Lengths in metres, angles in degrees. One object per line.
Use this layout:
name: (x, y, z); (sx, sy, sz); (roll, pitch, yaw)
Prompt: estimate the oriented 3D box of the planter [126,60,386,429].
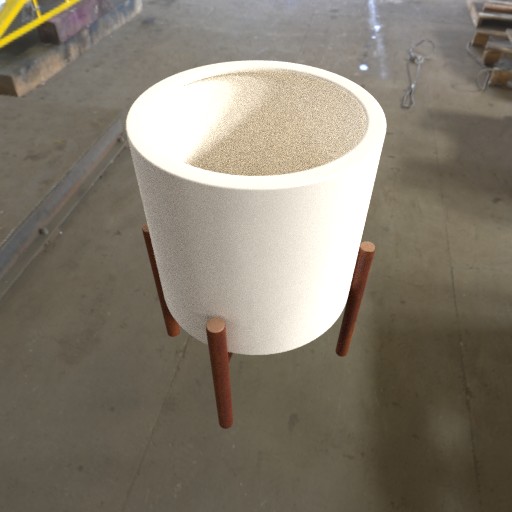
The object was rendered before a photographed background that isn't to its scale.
planter: (0.000, 0.000, 0.960); (0.417, 0.670, 0.417); (-24, 50, -22)
